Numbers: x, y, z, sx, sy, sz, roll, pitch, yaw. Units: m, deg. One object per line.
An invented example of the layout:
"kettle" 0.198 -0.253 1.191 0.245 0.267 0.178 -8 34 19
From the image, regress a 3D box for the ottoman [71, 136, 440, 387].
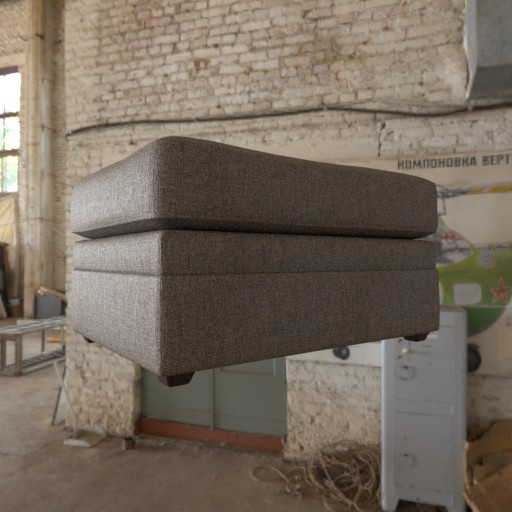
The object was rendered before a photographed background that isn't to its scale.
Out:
"ottoman" 0.000 0.000 1.246 0.885 0.478 0.637 0 0 -36
